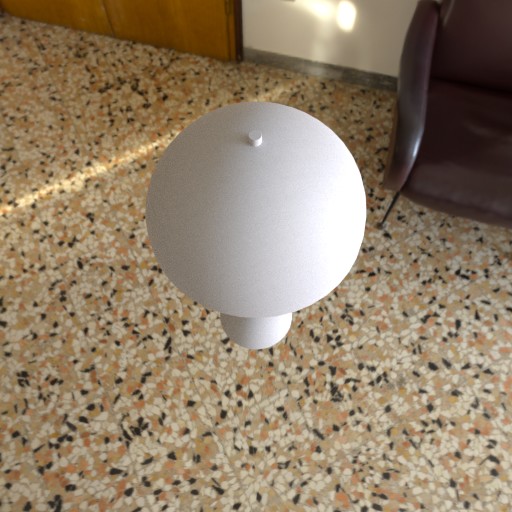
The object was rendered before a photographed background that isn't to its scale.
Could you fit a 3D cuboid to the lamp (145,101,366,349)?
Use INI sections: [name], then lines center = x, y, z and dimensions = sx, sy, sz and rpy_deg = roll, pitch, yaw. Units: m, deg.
[lamp]
center = 0.000, 0.000, 0.419
dimensions = 0.171, 0.330, 0.171
rpy_deg = 0, 63, 0
